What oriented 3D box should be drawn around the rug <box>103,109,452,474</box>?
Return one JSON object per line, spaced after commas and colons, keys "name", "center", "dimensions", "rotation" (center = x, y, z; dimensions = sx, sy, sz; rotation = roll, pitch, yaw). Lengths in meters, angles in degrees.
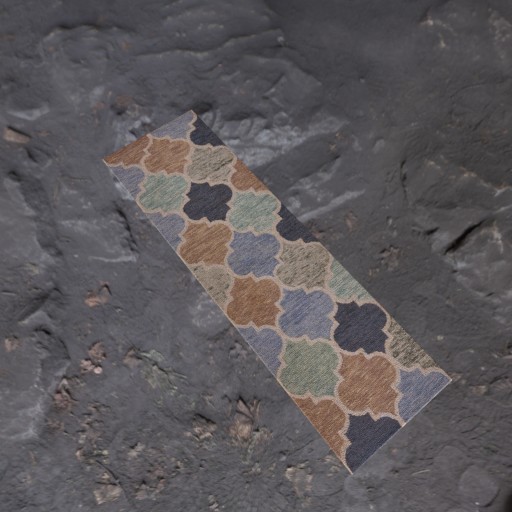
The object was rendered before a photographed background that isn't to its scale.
{"name": "rug", "center": [0.000, 0.000, 2.509], "dimensions": [0.687, 0.011, 2.287], "rotation": [-35, 69, -16]}
